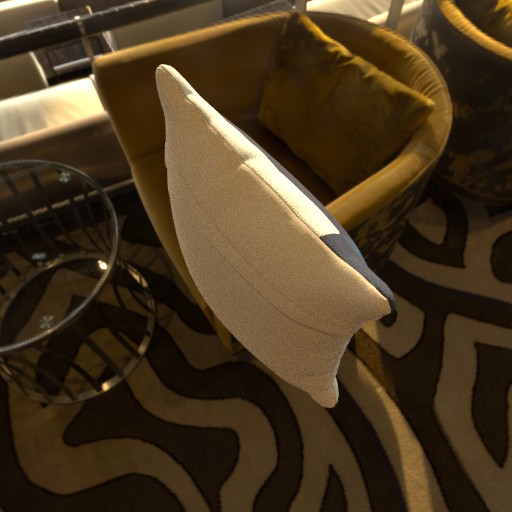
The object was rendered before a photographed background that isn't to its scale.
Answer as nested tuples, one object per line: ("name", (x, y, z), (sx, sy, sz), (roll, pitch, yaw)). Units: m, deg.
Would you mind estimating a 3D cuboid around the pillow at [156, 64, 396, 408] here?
("pillow", (0.000, 0.000, 0.804), (0.229, 0.506, 0.536), (-33, 65, -17))
